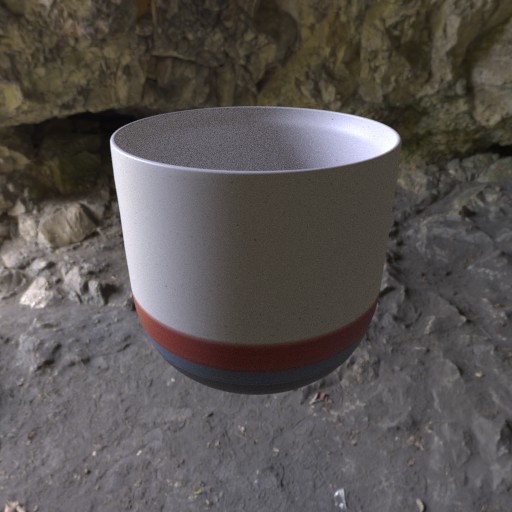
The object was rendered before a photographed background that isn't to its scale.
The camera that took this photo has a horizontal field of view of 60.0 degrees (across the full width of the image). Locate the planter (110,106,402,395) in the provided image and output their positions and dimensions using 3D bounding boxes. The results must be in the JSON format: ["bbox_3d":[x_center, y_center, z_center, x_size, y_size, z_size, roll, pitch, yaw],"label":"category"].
[{"bbox_3d":[0.000,0.000,0.483,0.268,0.270,0.268,0,28,0],"label":"planter"}]
